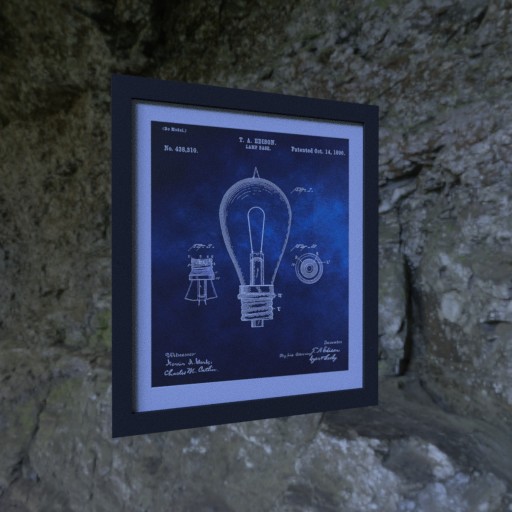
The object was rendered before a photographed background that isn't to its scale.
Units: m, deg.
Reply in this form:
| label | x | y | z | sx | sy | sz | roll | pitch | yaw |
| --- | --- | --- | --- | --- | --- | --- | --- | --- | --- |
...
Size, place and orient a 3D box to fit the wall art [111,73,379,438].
| label | x | y | z | sx | sy | sz | roll | pitch | yaw |
| --- | --- | --- | --- | --- | --- | --- | --- | --- | --- |
| wall art | 0.000 | 0.000 | 0.691 | 0.428 | 0.505 | 0.023 | 0 | 0 | -18 |
